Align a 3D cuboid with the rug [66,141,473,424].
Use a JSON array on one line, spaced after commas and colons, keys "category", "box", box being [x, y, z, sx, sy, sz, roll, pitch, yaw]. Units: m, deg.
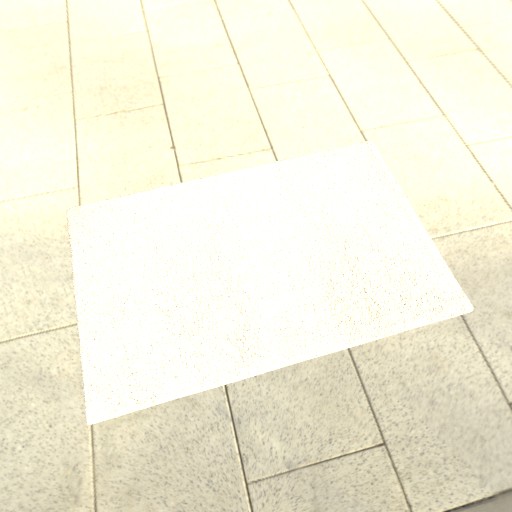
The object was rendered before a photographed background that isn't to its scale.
[{"category": "rug", "box": [0.000, 0.000, 3.423, 2.743, 0.030, 1.778, -14, 59, -9]}]
